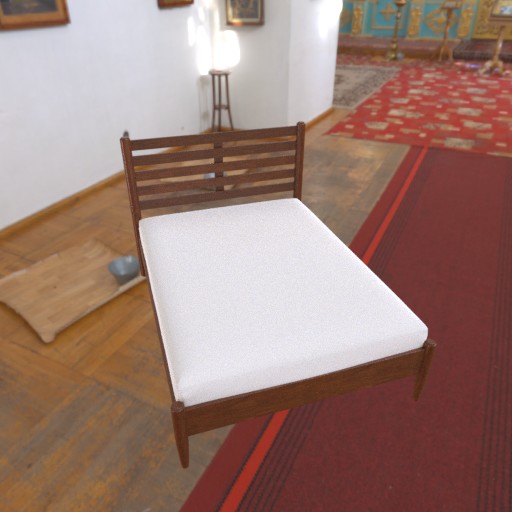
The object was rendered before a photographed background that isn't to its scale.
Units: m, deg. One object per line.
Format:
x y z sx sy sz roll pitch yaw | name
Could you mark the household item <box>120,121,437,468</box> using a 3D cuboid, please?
0.000 0.000 3.344 1.663 1.356 2.232 -10 32 -15 | household item
